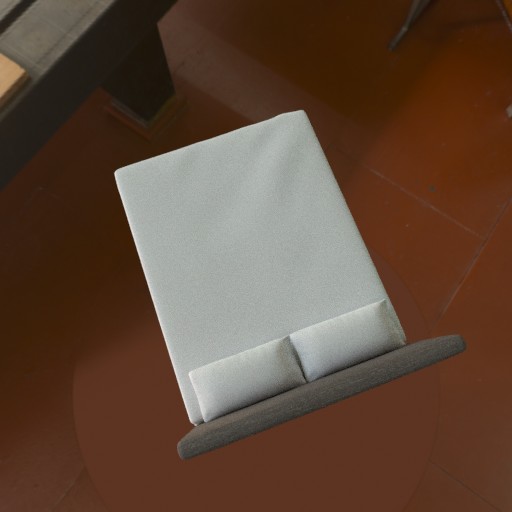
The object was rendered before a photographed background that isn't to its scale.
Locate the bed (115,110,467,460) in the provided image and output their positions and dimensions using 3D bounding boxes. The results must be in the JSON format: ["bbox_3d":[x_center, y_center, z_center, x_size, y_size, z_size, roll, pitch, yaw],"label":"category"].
[{"bbox_3d":[0.000,0.000,3.206,1.723,1.330,2.142,-19,76,-5],"label":"bed"}]
